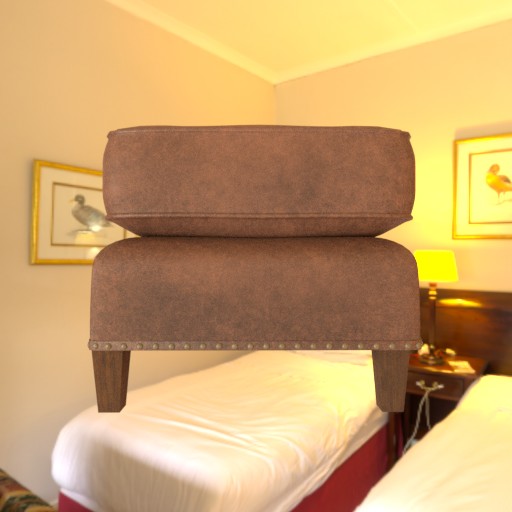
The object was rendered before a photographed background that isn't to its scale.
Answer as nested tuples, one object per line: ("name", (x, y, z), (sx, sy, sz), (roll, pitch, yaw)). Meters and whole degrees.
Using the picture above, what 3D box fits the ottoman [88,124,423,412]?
("ottoman", (0.000, 0.000, 1.112), (0.589, 0.537, 0.738), (0, 1, 0))
